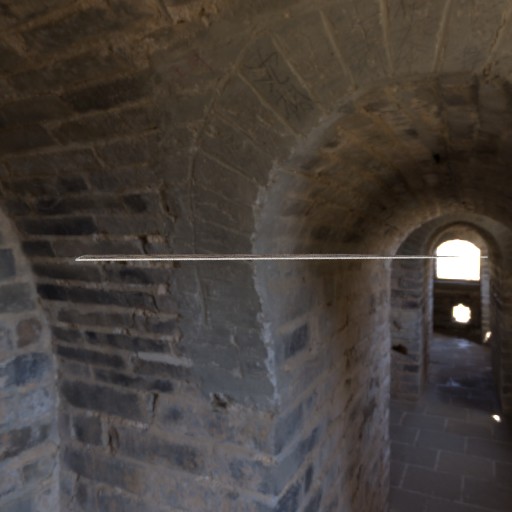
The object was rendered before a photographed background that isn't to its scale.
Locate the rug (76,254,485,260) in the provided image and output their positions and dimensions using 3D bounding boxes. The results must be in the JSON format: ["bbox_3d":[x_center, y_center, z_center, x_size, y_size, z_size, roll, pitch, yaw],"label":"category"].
[{"bbox_3d":[0.000,0.000,4.042,2.977,0.008,2.380,0,1,-20],"label":"rug"}]
